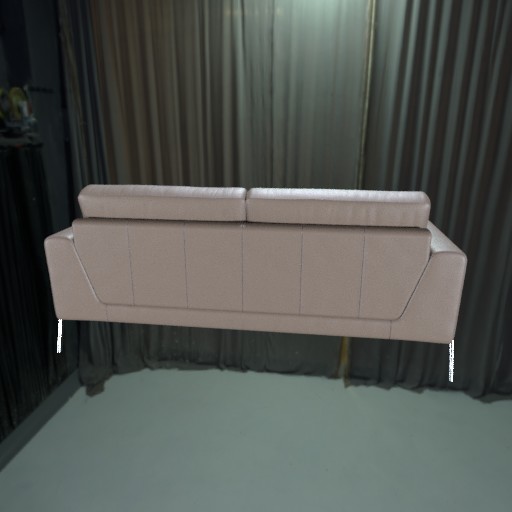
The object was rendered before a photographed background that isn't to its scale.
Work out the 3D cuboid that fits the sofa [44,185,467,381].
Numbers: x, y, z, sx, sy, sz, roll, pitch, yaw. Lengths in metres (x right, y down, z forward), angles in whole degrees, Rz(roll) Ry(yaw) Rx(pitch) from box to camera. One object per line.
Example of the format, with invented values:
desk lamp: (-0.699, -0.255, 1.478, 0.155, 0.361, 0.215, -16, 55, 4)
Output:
sofa: (0.000, 0.000, 2.547, 2.017, 0.875, 0.953, 2, 17, 7)
